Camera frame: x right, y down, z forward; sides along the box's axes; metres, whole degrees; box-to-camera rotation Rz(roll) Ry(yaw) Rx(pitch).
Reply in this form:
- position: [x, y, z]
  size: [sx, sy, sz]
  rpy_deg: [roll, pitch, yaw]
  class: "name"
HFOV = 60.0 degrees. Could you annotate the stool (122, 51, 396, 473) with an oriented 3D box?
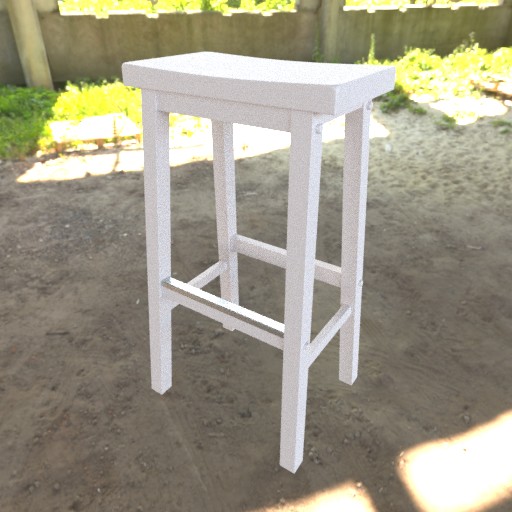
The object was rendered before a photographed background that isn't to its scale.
- position: [0.000, 0.000, 0.928]
  size: [0.406, 0.742, 0.322]
  rpy_deg: [19, 35, 29]
  class: "stool"
